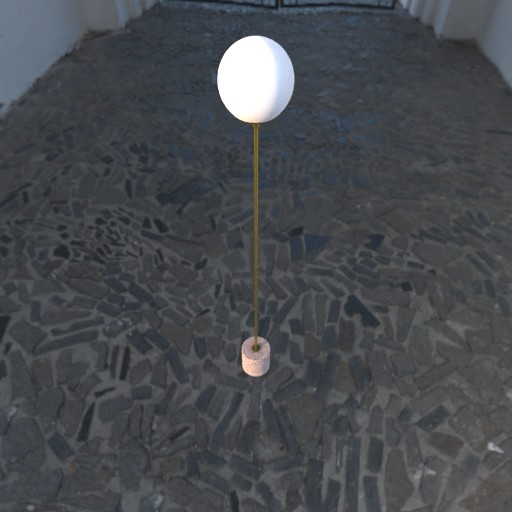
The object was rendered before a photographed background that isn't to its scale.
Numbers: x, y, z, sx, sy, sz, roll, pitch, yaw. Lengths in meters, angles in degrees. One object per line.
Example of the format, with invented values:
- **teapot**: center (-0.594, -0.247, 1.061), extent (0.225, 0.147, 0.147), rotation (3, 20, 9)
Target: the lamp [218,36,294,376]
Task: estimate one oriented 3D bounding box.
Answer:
- **lamp**: center (0.000, 0.000, 1.867), extent (0.229, 1.748, 0.229), rotation (15, 48, 14)
